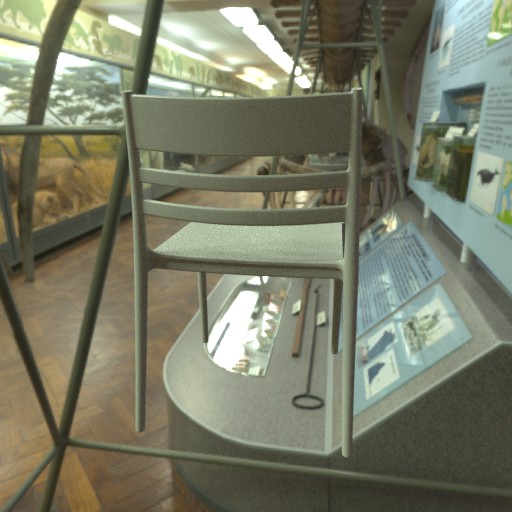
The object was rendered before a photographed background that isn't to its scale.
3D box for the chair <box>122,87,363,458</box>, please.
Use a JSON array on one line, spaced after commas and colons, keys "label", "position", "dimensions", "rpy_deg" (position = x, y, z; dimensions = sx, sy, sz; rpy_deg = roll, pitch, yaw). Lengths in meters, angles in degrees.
[{"label": "chair", "position": [0.000, 0.000, 1.166], "dimensions": [0.531, 0.800, 0.511], "rpy_deg": [3, 17, 9]}]
